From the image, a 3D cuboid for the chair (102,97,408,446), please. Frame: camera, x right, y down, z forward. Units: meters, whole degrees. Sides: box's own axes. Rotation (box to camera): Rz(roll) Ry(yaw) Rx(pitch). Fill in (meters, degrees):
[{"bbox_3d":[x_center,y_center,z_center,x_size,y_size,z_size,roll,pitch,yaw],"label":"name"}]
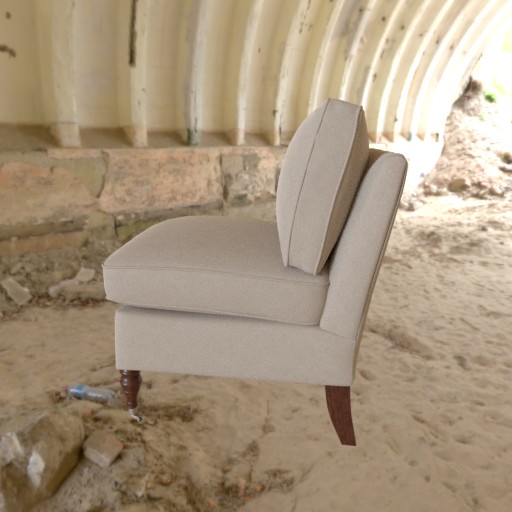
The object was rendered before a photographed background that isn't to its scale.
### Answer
[{"bbox_3d":[0.000,0.000,1.643,0.912,1.052,0.724,2,15,8],"label":"chair"}]
